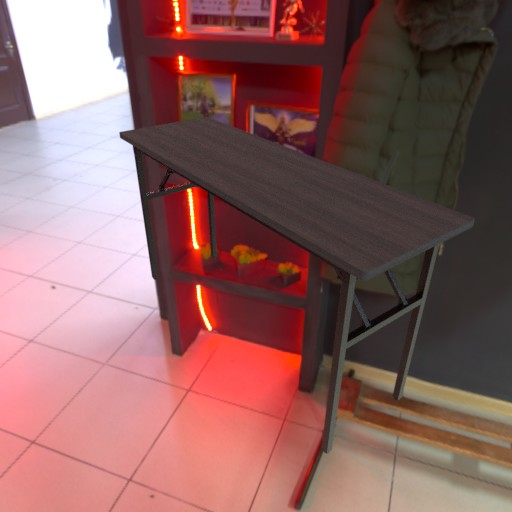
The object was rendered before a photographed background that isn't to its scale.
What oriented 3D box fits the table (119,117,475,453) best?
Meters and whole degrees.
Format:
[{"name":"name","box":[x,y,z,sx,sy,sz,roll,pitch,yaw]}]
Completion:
[{"name":"table","box":[0.000,0.000,1.763,0.449,0.750,1.399,-21,37,-31]}]
